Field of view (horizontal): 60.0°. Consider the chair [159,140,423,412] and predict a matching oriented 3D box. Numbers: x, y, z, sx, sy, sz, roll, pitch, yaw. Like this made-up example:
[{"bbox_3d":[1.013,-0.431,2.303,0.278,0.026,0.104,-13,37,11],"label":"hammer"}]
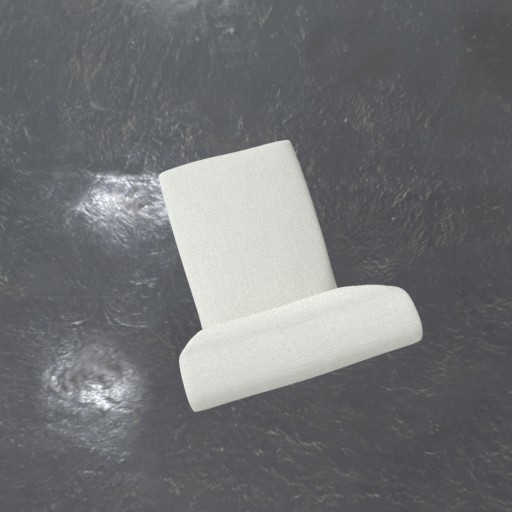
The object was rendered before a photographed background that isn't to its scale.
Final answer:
[{"bbox_3d":[0.000,0.000,1.329,0.452,0.976,0.708,-16,77,-4],"label":"chair"}]
